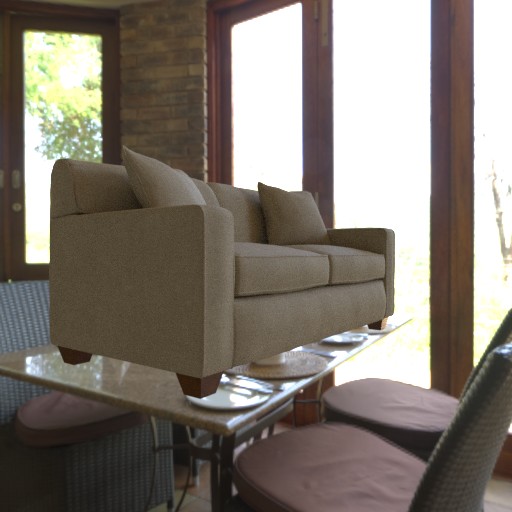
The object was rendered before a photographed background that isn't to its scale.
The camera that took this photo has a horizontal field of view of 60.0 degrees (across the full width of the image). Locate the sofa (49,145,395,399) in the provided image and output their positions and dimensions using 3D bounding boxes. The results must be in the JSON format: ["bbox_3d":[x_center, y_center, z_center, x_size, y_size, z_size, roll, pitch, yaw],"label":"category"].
[{"bbox_3d":[0.000,0.000,2.444,0.998,0.958,1.846,0,0,36],"label":"sofa"}]
